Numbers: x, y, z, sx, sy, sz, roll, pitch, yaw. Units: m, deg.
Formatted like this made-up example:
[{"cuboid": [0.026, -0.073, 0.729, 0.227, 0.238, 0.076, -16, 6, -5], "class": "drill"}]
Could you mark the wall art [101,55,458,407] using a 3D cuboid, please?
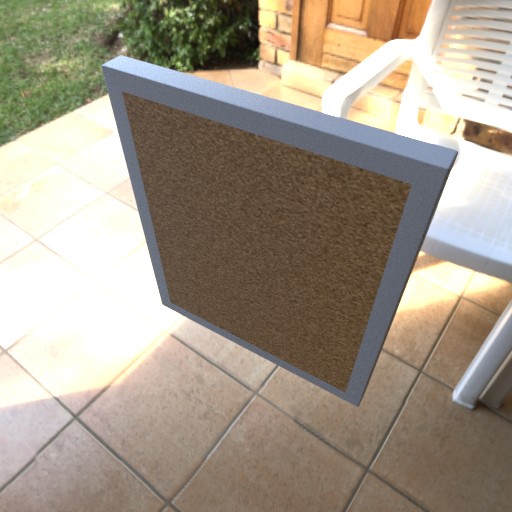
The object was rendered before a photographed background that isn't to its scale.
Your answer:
[{"cuboid": [0.000, 0.000, 0.514, 0.331, 0.381, 0.028, 23, 51, 21], "class": "wall art"}]
